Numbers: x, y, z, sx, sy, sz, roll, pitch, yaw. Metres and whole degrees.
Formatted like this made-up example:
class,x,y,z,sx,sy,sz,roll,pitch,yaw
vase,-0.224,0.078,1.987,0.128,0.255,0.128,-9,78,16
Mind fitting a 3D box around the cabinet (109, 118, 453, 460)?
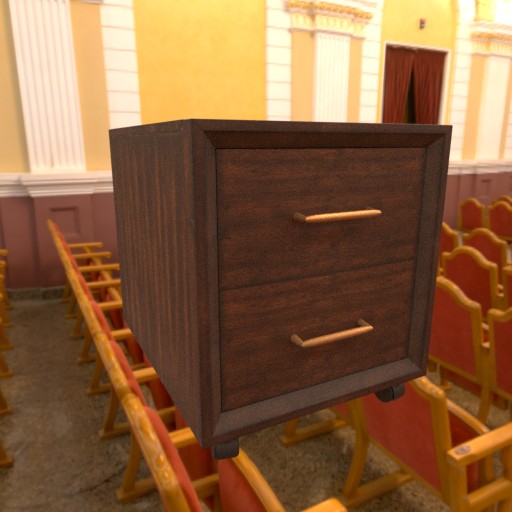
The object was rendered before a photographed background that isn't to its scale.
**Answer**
class,x,y,z,sx,sy,sz,roll,pitch,yaw
cabinet,0.000,0.000,0.816,0.402,0.455,0.500,-7,16,-27
